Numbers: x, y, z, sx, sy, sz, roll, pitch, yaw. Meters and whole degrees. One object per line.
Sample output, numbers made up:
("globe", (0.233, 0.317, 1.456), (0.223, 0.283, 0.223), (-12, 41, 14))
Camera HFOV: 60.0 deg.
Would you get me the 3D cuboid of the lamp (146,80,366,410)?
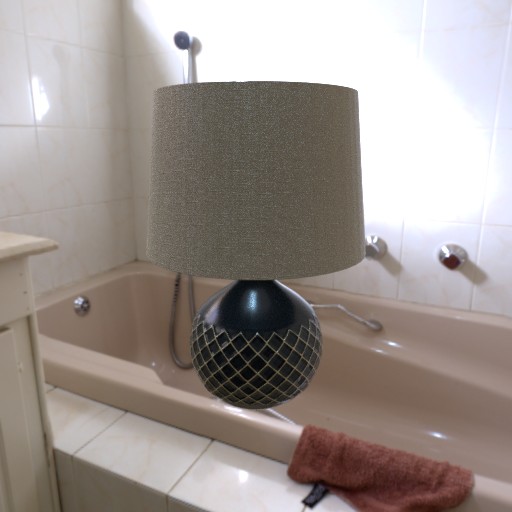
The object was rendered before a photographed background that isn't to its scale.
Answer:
("lamp", (0.000, 0.000, 0.784), (0.376, 0.540, 0.376), (0, 14, 0))
